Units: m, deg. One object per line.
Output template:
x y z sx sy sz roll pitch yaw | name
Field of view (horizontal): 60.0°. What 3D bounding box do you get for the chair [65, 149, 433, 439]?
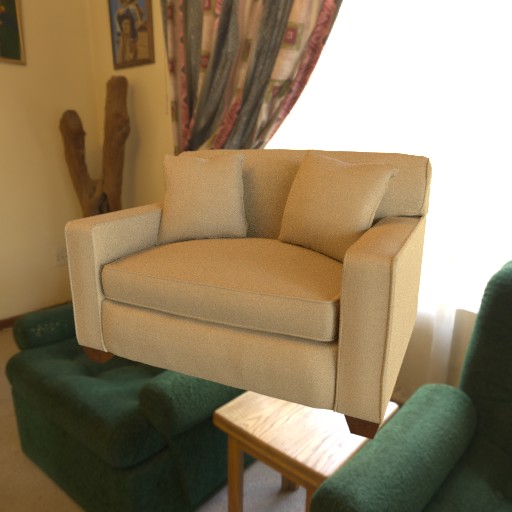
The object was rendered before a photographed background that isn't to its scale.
0.000 0.000 2.035 1.383 0.948 1.000 7 17 25 | chair
